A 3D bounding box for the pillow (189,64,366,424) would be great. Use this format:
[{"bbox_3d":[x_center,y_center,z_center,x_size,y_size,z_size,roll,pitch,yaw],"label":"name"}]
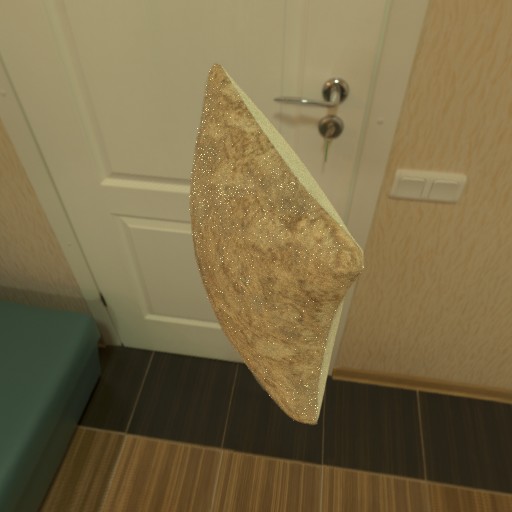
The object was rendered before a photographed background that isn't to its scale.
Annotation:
[{"bbox_3d":[0.000,0.000,0.834,0.216,0.525,0.538,-15,49,-14],"label":"pillow"}]
